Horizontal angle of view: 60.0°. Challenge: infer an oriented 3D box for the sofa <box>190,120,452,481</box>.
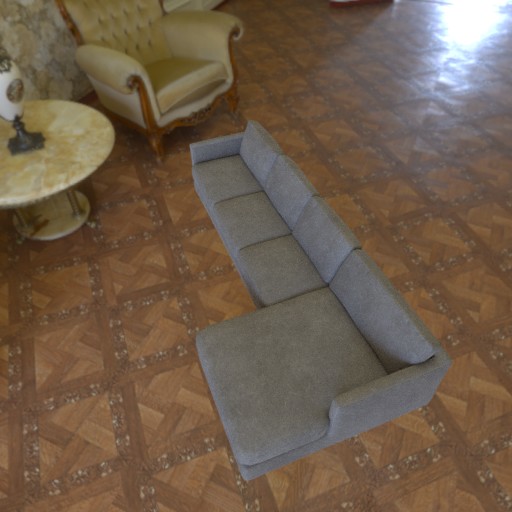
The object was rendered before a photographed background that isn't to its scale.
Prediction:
[{"bbox_3d":[0.000,0.000,4.151,1.604,0.950,3.471,-16,48,-15],"label":"sofa"}]
